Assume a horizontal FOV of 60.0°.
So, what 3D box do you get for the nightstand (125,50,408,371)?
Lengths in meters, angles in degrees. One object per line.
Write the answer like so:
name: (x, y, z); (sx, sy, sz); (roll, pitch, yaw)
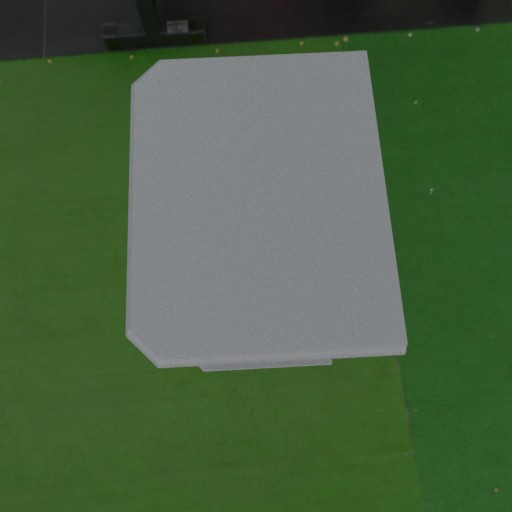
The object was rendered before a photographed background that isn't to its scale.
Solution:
nightstand: (0.000, 0.000, 0.924); (0.350, 0.680, 0.450); (-3, 75, -1)
